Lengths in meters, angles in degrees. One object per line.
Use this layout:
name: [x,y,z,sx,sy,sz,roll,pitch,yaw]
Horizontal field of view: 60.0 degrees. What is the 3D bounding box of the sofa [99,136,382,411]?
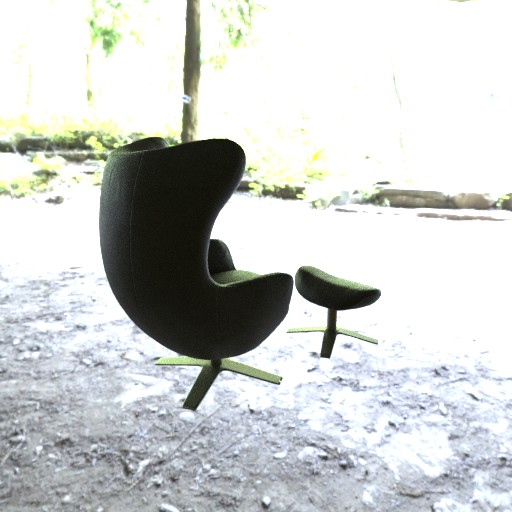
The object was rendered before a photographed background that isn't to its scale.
sofa: [0.000,0.000,2.186,1.444,1.135,0.894,-8,17,-27]
